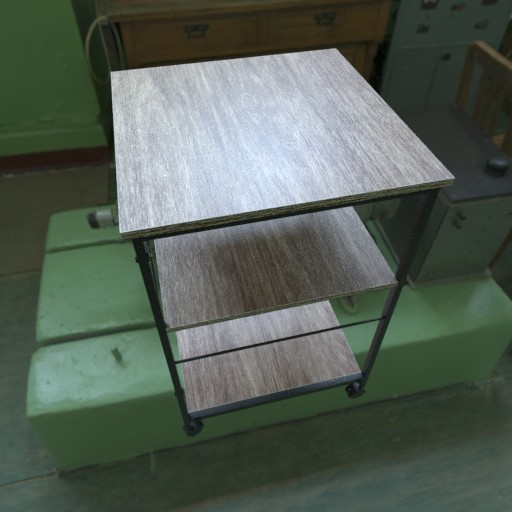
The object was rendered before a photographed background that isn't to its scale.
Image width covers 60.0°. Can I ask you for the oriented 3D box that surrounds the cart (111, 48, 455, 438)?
[{"bbox_3d":[0.000,0.000,1.108,0.520,0.762,0.521,-10,48,-10],"label":"cart"}]
